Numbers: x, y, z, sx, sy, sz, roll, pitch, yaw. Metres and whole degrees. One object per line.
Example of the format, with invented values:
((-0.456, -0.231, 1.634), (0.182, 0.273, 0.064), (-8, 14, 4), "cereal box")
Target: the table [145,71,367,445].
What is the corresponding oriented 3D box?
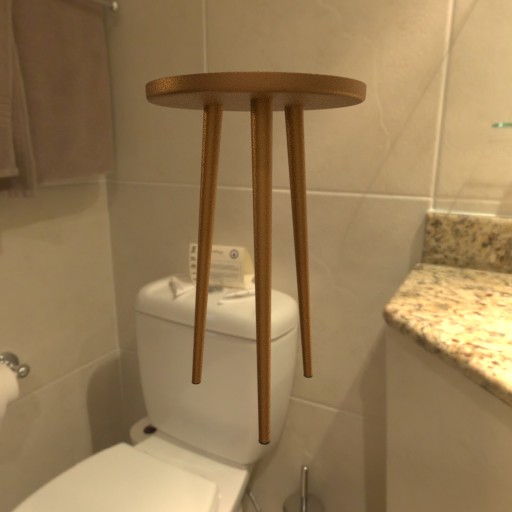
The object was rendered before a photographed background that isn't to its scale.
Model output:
((0.000, 0.000, 0.674), (0.299, 0.480, 0.299), (-2, 14, -9), "table")
